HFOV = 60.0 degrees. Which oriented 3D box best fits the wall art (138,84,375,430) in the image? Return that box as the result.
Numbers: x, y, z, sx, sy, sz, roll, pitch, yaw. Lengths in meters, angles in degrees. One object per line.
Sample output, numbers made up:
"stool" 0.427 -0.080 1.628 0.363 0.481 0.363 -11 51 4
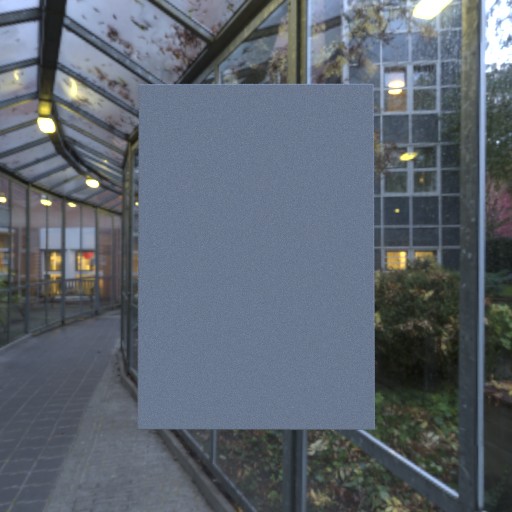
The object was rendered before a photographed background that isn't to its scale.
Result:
"wall art" 0.000 0.000 0.623 0.329 0.482 0.011 0 -1 0
